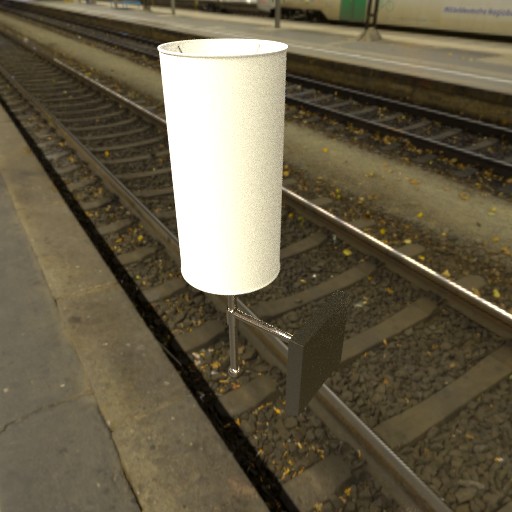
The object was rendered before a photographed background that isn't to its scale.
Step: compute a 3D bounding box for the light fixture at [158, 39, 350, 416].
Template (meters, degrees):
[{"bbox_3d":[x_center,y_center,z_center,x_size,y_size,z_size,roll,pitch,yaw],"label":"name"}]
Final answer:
[{"bbox_3d":[0.000,0.000,0.542,0.208,0.462,0.128,21,37,30],"label":"light fixture"}]
